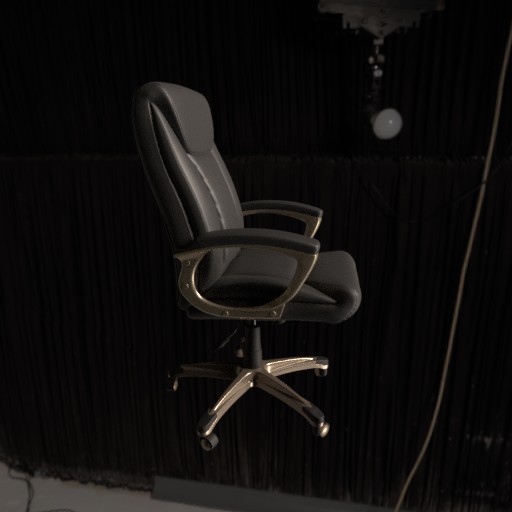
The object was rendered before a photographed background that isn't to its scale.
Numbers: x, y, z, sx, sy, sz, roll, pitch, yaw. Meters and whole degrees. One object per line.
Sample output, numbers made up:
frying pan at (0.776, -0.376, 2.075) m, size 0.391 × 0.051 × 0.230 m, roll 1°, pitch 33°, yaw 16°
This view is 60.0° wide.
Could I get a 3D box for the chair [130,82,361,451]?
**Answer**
chair at (0.000, 0.000, 1.634) m, size 0.748 × 1.188 × 0.694 m, roll 3°, pitch 16°, yaw 9°
